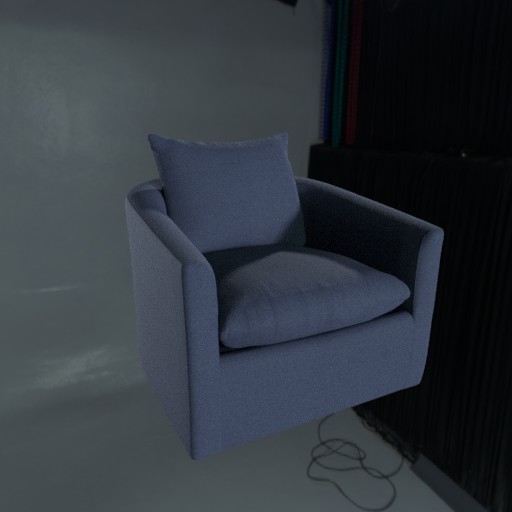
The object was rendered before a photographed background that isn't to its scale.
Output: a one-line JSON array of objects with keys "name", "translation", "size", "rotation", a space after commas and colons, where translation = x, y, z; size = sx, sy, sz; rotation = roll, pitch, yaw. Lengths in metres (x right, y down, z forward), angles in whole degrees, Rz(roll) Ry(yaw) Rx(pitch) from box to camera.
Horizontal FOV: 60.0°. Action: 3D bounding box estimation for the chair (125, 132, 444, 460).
[{"name": "chair", "translation": [0.000, 0.000, 1.583], "size": [0.845, 0.848, 0.910], "rotation": [-8, 18, -26]}]
